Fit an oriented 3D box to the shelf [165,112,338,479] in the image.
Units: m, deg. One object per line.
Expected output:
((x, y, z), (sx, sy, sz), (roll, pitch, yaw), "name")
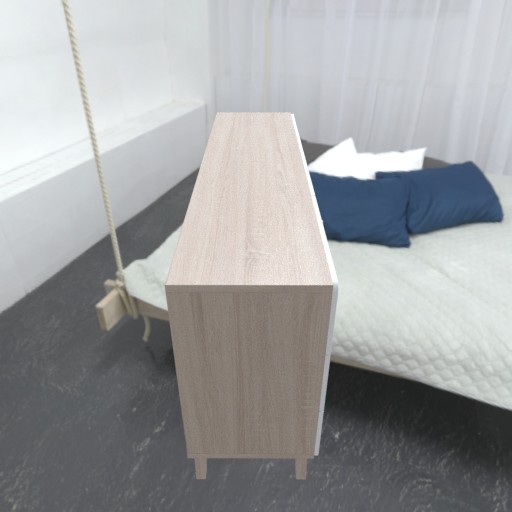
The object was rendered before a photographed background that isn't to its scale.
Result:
((0.000, 0.000, 1.814), (0.400, 0.780, 1.490), (0, 32, 0), "shelf")
